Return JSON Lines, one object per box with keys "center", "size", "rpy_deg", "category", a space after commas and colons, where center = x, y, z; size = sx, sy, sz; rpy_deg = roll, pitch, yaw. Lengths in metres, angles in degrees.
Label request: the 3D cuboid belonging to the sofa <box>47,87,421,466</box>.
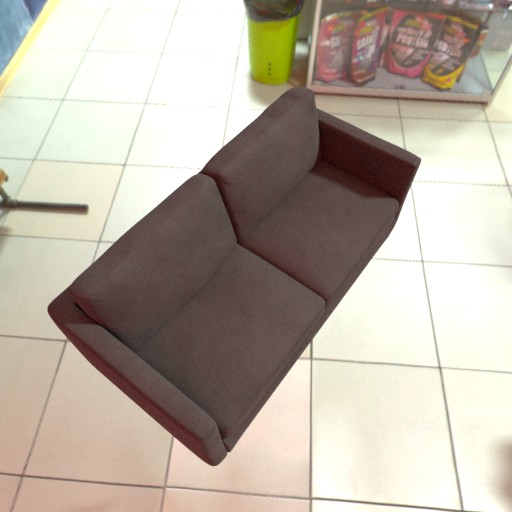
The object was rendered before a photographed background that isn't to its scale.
{"center": [0.000, 0.000, 2.419], "size": [0.950, 0.963, 1.884], "rpy_deg": [32, 62, 19], "category": "sofa"}
